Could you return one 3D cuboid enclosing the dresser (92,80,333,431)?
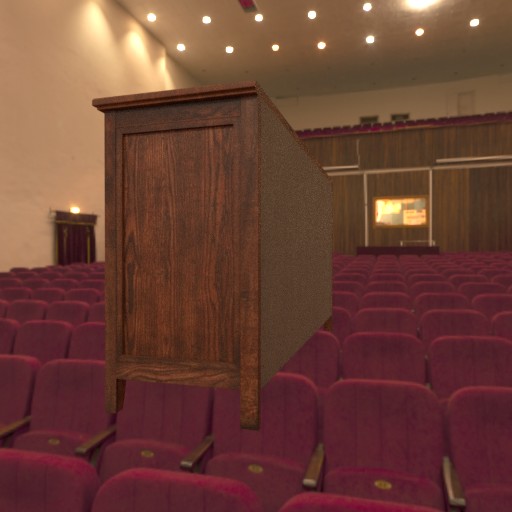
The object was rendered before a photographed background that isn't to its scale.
[{"bbox_3d":[0.000,0.000,1.873,0.463,0.856,1.551,0,0,17],"label":"dresser"}]
